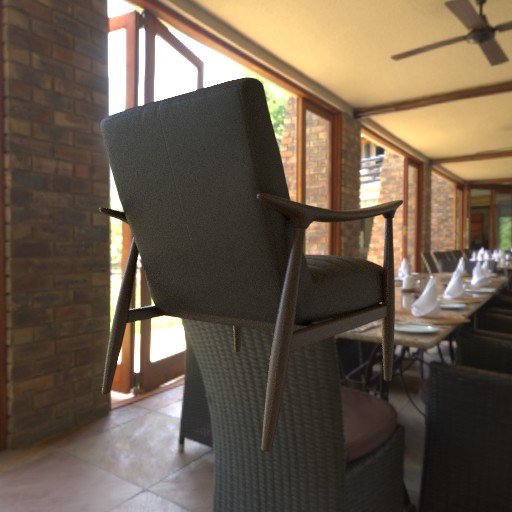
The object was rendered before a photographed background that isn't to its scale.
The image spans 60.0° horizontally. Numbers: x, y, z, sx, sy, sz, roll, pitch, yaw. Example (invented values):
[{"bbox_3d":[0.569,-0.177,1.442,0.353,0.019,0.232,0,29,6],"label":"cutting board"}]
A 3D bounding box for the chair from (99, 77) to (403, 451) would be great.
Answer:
[{"bbox_3d":[0.000,0.000,1.436,0.741,0.831,0.798,1,2,38],"label":"chair"}]
